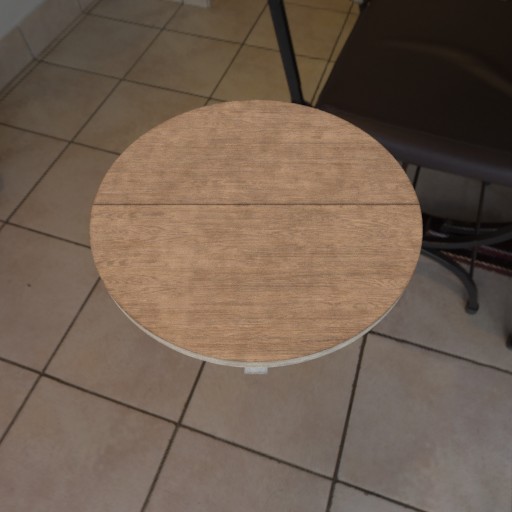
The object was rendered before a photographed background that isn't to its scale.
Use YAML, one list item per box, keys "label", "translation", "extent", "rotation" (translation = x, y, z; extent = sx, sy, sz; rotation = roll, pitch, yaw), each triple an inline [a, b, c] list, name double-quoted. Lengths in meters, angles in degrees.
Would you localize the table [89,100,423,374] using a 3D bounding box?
- label: "table"
  translation: [0.000, 0.000, 2.172]
  extent: [1.363, 0.781, 1.363]
  rotation: [0, 57, 0]
